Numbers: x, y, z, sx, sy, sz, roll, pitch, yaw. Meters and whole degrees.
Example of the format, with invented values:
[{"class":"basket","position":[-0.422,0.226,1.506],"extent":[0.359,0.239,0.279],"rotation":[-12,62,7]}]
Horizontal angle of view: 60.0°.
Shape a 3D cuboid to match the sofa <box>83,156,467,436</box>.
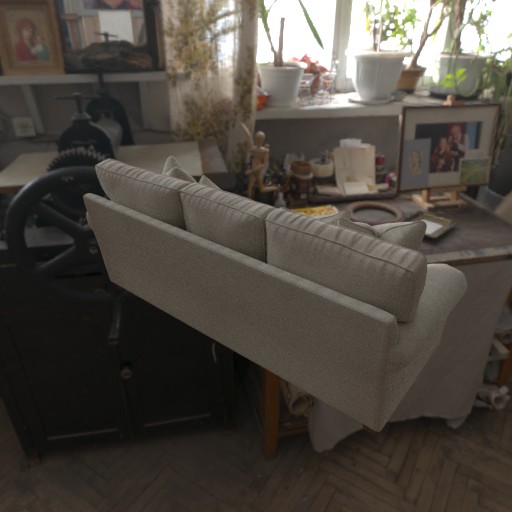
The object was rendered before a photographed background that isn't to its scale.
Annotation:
[{"class":"sofa","position":[0.000,0.000,2.765],"extent":[2.312,0.975,0.965],"rotation":[22,36,33]}]
